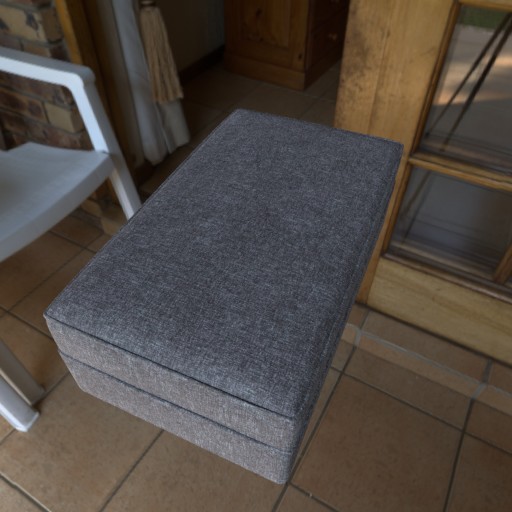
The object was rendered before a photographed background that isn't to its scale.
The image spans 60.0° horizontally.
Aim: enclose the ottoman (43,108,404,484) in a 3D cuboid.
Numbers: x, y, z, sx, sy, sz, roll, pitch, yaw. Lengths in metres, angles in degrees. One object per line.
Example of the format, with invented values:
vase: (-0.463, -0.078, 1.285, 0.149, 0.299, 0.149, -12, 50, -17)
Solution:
ottoman: (0.000, 0.000, 1.511, 0.717, 0.487, 1.184, 18, 49, 17)
